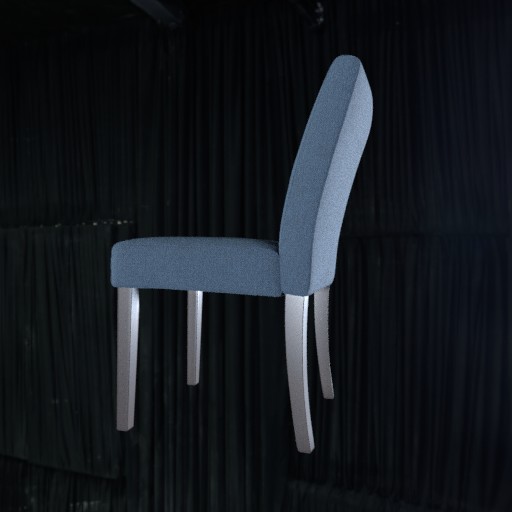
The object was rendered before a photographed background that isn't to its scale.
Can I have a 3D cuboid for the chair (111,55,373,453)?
[{"bbox_3d":[0.000,0.000,1.240,0.629,0.882,0.487,0,0,17],"label":"chair"}]
